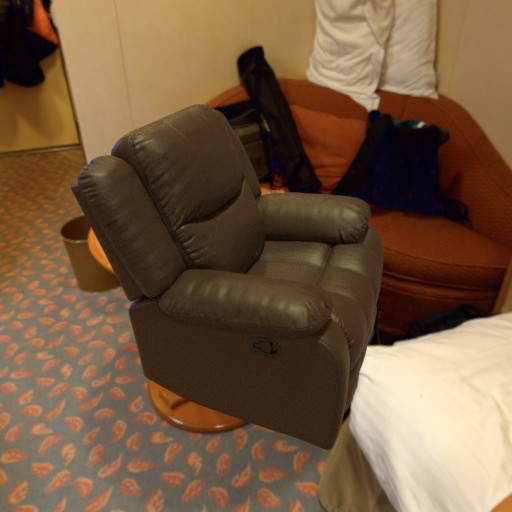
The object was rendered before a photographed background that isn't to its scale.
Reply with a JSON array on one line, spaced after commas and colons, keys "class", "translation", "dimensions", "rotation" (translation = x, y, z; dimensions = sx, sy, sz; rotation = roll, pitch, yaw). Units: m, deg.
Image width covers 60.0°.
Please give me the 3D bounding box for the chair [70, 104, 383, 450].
[{"class": "chair", "translation": [0.000, 0.000, 1.709], "dimensions": [0.934, 1.009, 0.899], "rotation": [12, 33, 19]}]
